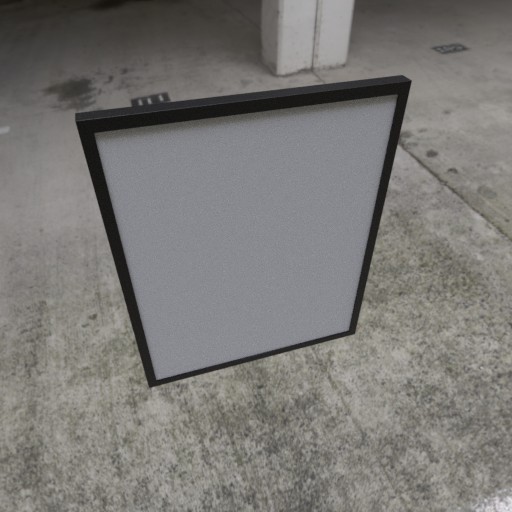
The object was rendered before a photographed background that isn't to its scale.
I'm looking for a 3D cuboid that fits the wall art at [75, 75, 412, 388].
[{"bbox_3d":[0.000,0.000,0.546,0.325,0.397,0.018,-12,42,-13],"label":"wall art"}]
